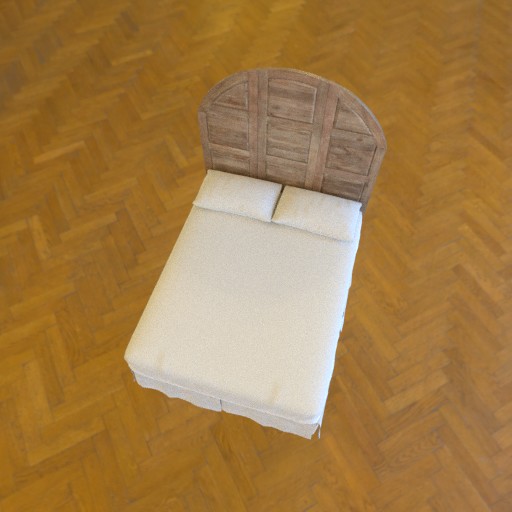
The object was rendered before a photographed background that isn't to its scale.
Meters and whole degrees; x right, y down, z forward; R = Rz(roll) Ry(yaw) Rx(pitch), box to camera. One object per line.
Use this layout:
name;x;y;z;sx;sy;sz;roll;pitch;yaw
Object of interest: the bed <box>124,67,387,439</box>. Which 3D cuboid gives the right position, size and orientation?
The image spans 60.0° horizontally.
bed;0.000;0.000;3.566;1.713;2.002;2.112;14;59;9
